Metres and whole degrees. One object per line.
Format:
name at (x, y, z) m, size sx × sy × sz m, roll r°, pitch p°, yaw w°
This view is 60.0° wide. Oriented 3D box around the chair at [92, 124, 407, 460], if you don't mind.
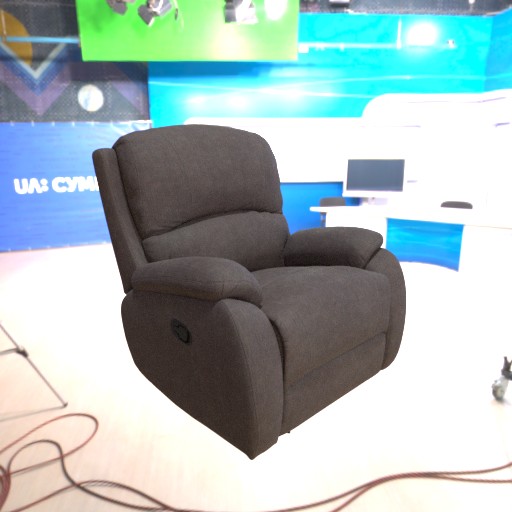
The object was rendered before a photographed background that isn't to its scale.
chair at (0.000, 0.000, 1.746) m, size 0.899 × 1.011 × 0.930 m, roll 14°, pitch 20°, yaw 43°
